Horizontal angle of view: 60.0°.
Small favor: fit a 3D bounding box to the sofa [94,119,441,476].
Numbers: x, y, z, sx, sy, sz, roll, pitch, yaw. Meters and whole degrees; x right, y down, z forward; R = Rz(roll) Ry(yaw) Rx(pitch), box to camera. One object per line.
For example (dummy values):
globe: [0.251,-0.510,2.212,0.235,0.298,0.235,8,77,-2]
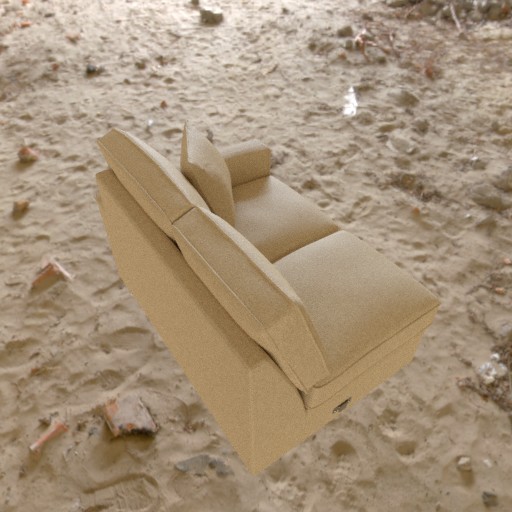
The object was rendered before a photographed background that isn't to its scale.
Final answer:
sofa: [0.000,0.000,2.056,0.991,0.989,1.388,-26,49,-25]
